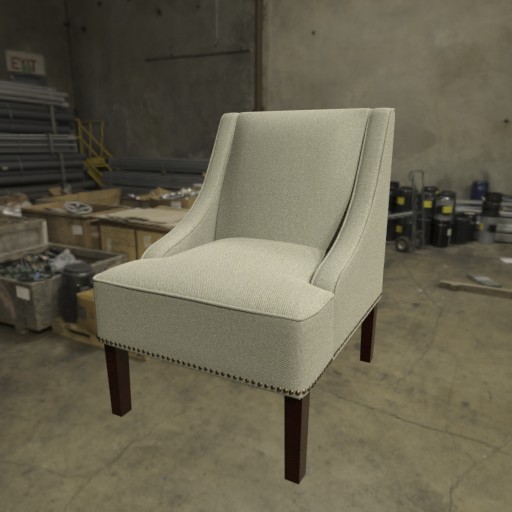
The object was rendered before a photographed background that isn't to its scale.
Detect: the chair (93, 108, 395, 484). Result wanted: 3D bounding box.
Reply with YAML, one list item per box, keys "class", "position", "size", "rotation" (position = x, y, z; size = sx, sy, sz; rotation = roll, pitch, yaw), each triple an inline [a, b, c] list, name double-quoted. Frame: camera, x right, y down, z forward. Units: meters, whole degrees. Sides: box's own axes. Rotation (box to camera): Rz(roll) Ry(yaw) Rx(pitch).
- class: "chair"
  position: [0.000, 0.000, 1.336]
  size: [0.628, 0.872, 0.748]
  rotation: [8, 16, 27]
